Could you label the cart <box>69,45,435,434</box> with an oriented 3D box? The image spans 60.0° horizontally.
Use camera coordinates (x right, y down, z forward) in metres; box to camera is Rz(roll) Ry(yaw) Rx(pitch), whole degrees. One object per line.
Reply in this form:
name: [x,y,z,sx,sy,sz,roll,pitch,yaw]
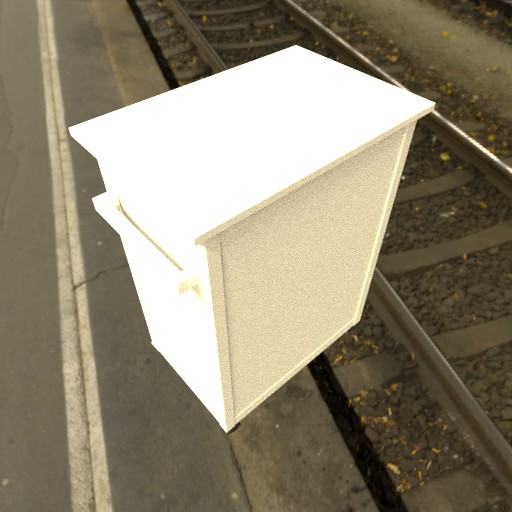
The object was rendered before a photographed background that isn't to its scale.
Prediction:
cart: [0.000,0.000,1.263,0.683,0.864,0.442,-32,54,-27]
